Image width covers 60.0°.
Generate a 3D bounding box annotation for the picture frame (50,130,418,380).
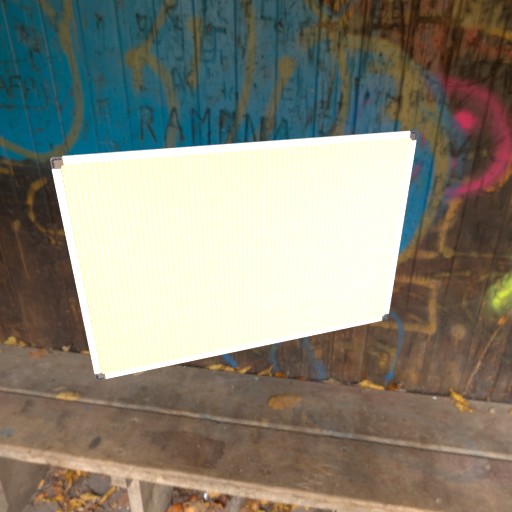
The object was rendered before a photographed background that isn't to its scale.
[{"bbox_3d":[0.000,0.000,1.176,0.900,0.600,0.010,-9,28,-16],"label":"picture frame"}]
